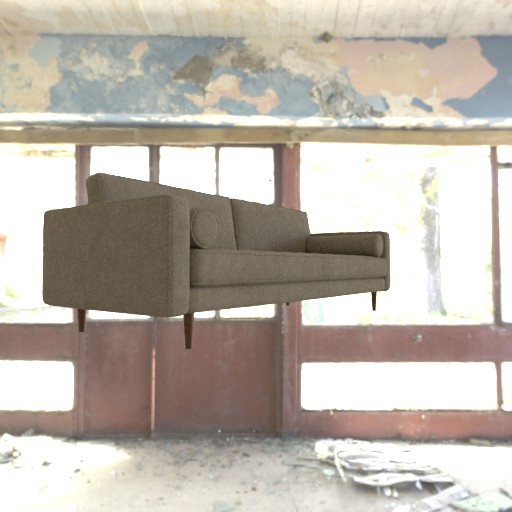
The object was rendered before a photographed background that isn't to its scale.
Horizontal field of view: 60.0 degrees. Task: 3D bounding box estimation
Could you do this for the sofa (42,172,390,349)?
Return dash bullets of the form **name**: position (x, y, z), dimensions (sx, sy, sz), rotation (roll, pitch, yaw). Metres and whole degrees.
- **sofa**: position (0.000, 0.000, 2.698), dimensions (0.919, 0.770, 2.200), rotation (-1, -2, 37)
